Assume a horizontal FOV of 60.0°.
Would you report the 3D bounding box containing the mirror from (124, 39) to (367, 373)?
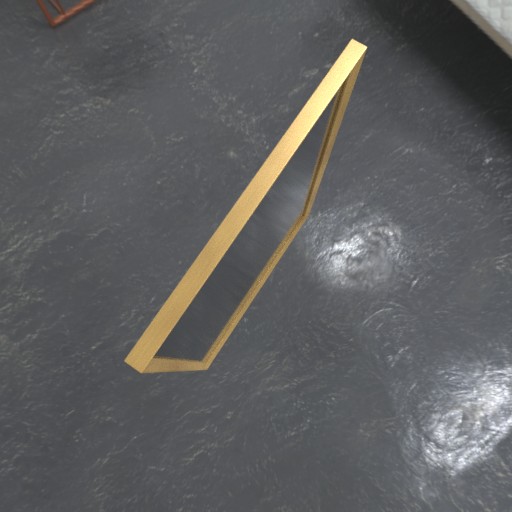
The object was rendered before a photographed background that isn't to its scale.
[{"bbox_3d":[0.000,0.000,1.313,0.041,1.016,0.762,32,78,8],"label":"mirror"}]
